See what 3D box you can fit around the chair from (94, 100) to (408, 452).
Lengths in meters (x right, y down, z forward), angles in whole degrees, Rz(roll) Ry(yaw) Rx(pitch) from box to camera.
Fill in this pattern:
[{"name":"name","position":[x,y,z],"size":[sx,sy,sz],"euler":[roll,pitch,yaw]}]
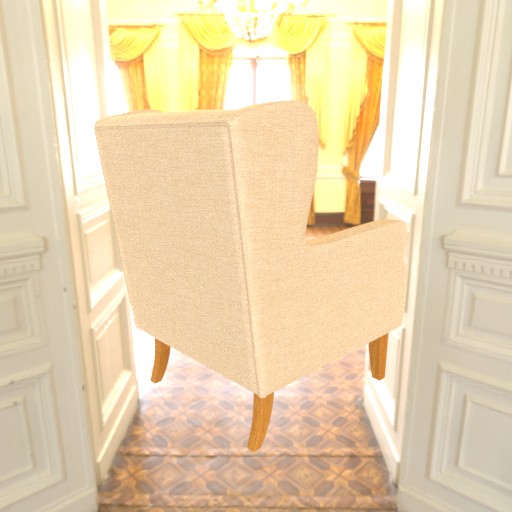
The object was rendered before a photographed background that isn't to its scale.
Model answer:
[{"name":"chair","position":[0.000,0.000,1.471],"size":[0.710,0.930,0.760],"euler":[15,21,43]}]
